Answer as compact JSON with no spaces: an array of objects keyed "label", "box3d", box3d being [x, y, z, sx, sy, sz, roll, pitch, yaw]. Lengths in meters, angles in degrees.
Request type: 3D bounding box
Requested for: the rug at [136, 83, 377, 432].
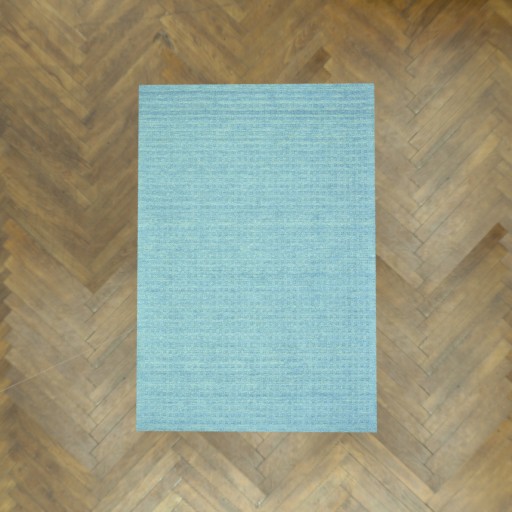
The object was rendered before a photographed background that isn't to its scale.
[{"label":"rug","box3d":[0.000,0.000,3.695,1.982,0.006,2.895,0,88,1]}]
